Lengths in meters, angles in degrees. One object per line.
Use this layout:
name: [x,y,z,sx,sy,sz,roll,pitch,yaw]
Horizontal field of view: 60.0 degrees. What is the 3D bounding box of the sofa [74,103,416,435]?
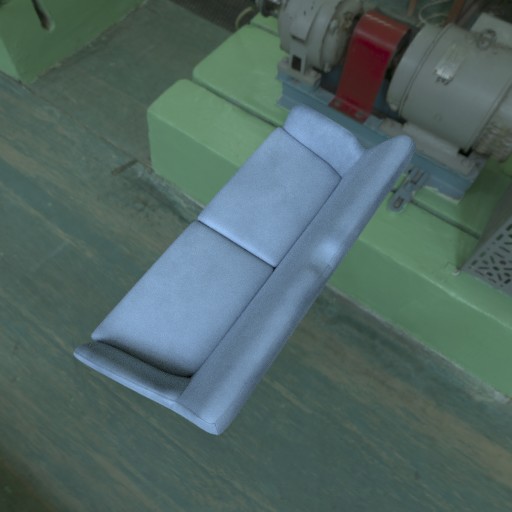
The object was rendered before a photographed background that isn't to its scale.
sofa: [0.000,0.000,2.363,0.850,0.810,1.870,32,67,15]
